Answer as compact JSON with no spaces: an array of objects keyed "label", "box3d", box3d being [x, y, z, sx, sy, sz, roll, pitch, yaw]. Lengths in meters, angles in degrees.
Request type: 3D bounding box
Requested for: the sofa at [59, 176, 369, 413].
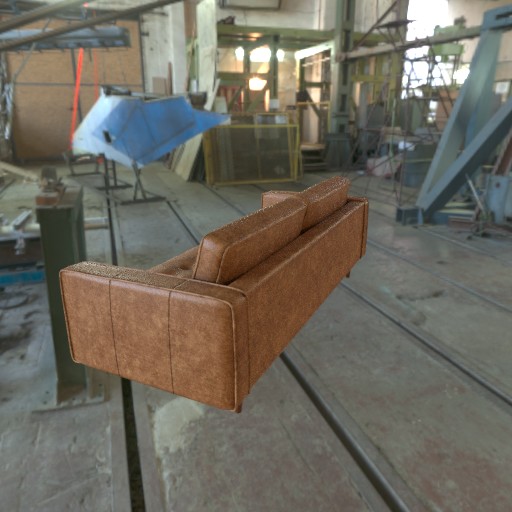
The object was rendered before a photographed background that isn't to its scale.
[{"label":"sofa","box3d":[0.000,0.000,2.703,0.886,0.779,2.199,9,20,25]}]
